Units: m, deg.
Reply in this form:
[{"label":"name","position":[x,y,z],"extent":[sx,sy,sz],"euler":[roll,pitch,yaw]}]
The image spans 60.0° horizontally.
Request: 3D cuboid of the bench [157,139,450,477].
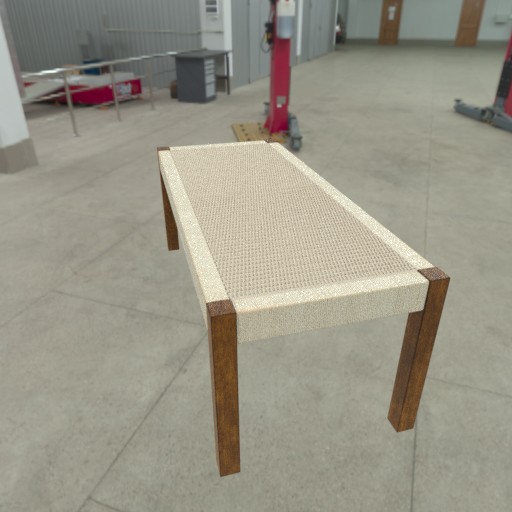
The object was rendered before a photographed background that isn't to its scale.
[{"label":"bench","position":[0.000,0.000,1.478],"extent":[0.507,0.457,1.198],"euler":[-8,30,-14]}]
